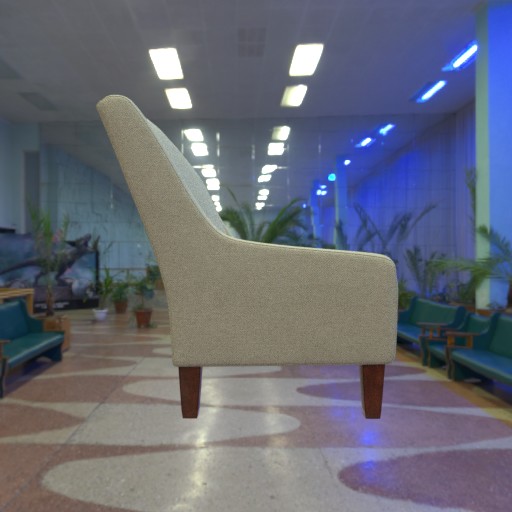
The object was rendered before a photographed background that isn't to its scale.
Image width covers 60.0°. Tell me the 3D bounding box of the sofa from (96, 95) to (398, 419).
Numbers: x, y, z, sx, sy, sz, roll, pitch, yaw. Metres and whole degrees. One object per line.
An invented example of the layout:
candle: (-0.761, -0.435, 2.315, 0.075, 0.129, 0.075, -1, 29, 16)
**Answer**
sofa: (0.000, 0.000, 1.907, 0.946, 0.976, 1.212, 0, 0, 1)
